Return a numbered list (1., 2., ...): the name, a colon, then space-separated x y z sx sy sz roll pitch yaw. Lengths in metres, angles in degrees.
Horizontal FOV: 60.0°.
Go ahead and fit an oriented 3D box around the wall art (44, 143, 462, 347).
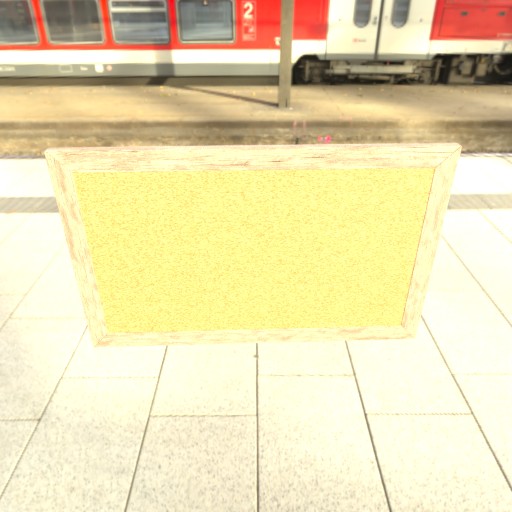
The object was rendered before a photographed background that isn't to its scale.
1. wall art: 0.000 0.000 0.958 0.780 0.480 0.021 -1 31 -2
